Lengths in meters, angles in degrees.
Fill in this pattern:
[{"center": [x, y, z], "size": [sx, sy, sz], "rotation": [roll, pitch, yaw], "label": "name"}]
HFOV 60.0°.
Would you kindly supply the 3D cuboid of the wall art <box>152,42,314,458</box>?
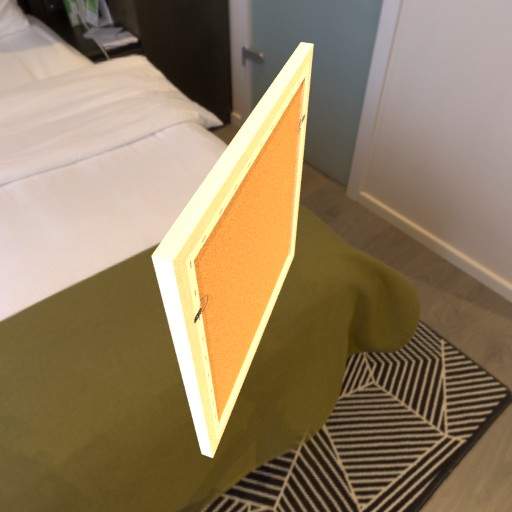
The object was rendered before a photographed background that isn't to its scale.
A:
[{"center": [0.000, 0.000, 1.497], "size": [0.045, 1.016, 1.016], "rotation": [14, 49, 13], "label": "wall art"}]
